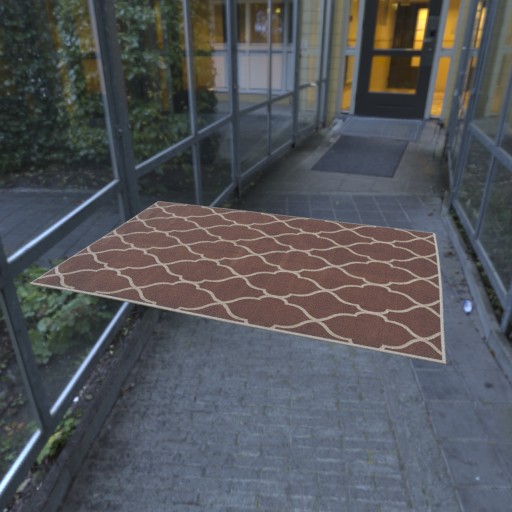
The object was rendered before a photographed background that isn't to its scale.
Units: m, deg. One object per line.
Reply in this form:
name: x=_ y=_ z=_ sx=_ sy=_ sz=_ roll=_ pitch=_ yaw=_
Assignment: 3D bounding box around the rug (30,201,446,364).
rug: x=0.000 y=0.000 z=2.921 sx=2.294 sy=0.014 sz=1.528 roll=8 pitch=28 yaw=16
